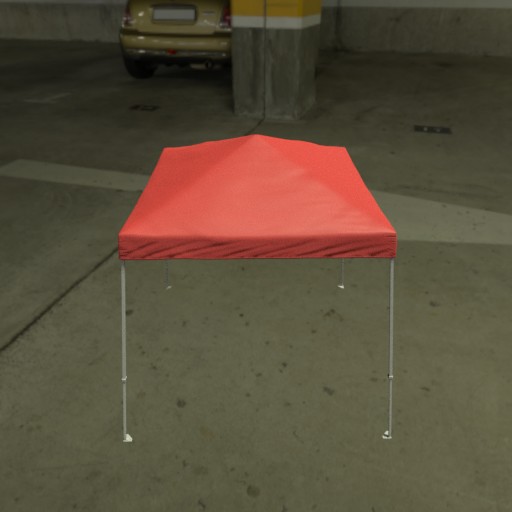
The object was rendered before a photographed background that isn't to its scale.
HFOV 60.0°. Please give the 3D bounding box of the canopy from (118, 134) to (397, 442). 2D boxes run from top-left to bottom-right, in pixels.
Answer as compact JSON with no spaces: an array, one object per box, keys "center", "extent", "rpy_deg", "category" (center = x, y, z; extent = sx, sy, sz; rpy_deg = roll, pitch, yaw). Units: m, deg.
[{"center":[0.000,0.000,5.188],"extent":[2.849,2.849,2.848],"rpy_deg":[0,31,-1],"category":"canopy"}]
